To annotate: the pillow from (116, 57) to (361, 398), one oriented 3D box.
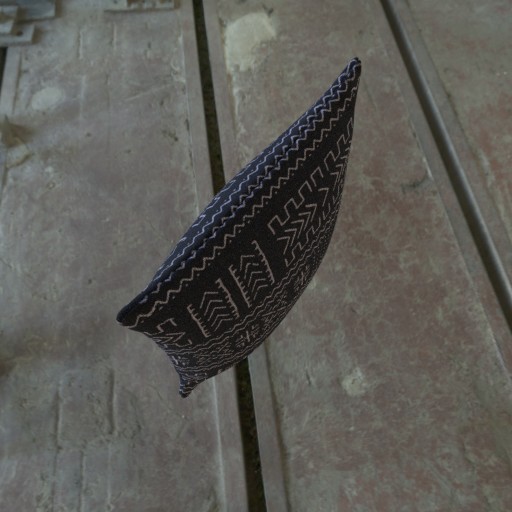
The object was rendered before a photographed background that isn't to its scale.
[{"bbox_3d":[0.000,0.000,0.671,0.164,0.430,0.438,34,69,15],"label":"pillow"}]
